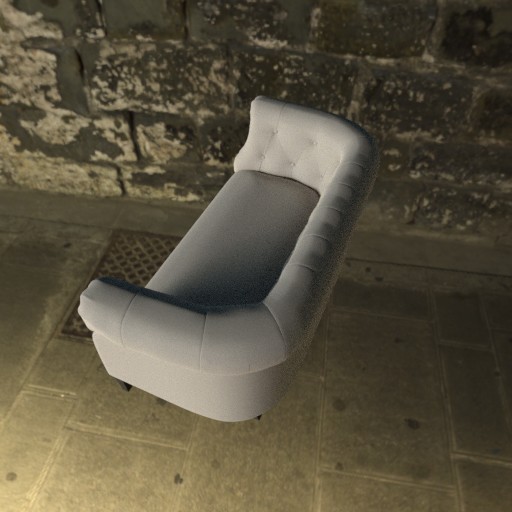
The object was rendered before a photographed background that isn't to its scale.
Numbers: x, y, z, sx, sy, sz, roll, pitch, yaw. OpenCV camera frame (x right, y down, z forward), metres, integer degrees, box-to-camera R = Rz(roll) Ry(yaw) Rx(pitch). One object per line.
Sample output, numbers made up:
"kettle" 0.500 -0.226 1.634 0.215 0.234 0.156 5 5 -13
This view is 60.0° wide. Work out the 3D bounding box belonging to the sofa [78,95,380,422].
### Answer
"sofa" 0.000 0.000 2.100 0.835 0.827 1.558 18 50 16
